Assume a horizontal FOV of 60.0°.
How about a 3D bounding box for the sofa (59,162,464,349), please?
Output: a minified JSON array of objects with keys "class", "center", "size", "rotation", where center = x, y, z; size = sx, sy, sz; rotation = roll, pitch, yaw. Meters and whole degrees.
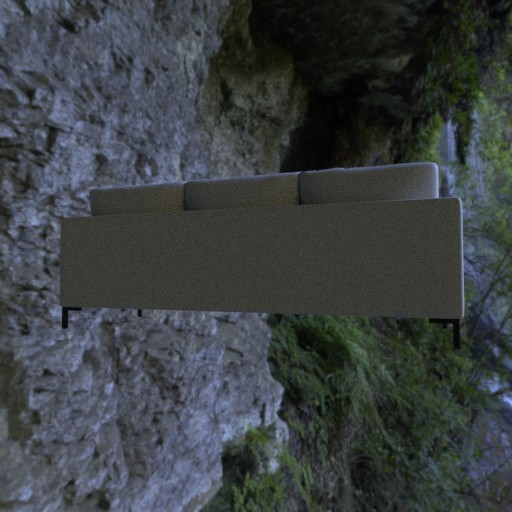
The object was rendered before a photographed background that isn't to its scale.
[{"class":"sofa","center":[0.000,0.000,2.695],"size":[2.218,0.874,0.859],"rotation":[-1,-2,19]}]
